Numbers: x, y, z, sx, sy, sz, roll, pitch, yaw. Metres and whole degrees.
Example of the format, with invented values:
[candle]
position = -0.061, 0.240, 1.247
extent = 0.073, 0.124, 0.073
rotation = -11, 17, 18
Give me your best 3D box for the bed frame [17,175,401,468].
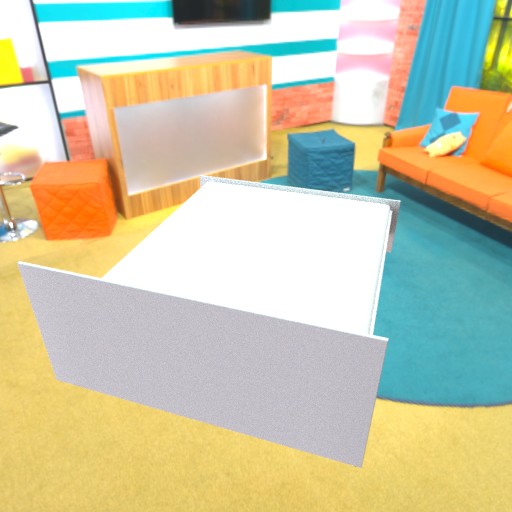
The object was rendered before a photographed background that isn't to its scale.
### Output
[bed frame]
position = 0.000, 0.000, 2.926
extent = 1.720, 0.800, 2.060
rotation = 10, 33, 15
